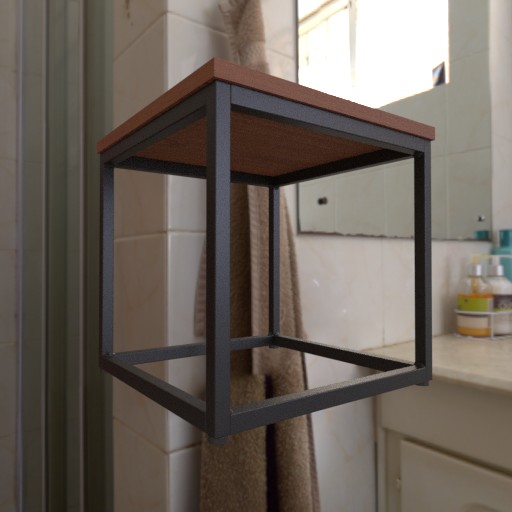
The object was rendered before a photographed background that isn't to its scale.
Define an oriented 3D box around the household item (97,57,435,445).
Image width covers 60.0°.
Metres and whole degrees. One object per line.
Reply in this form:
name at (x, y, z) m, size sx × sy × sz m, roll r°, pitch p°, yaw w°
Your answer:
household item at (0.000, 0.000, 0.731) m, size 0.400 × 0.400 × 0.400 m, roll 1°, pitch -1°, yaw -36°
